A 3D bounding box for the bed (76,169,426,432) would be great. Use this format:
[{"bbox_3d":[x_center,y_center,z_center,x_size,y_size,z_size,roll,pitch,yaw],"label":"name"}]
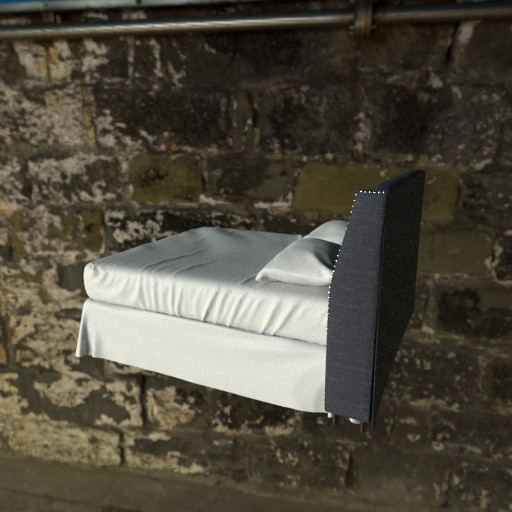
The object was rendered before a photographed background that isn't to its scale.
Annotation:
[{"bbox_3d":[0.000,0.000,3.502,2.276,1.332,1.925,7,16,25],"label":"bed"}]
